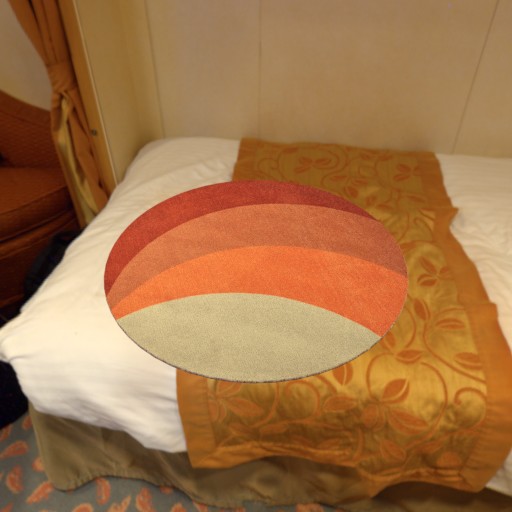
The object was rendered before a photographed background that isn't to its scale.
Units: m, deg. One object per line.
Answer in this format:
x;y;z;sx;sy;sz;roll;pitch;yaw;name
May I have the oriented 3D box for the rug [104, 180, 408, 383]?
0.000;0.000;2.278;1.514;0.015;1.514;0;40;0;rug
